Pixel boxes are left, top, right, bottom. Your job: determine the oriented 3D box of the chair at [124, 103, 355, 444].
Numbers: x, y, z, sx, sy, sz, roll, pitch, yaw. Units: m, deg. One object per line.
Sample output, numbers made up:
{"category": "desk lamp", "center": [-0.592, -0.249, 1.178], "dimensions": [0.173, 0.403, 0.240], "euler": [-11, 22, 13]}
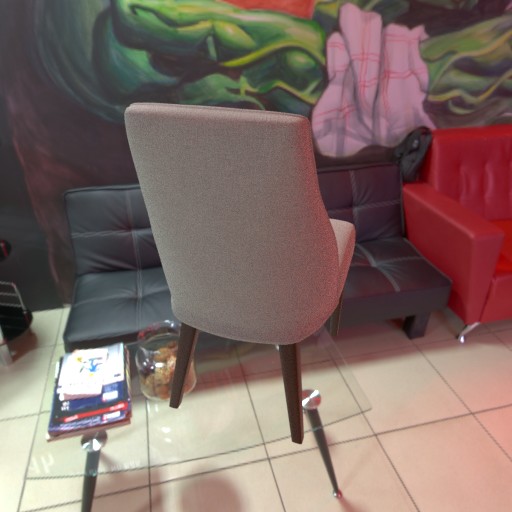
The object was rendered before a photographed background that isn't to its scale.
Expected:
{"category": "chair", "center": [0.000, 0.000, 1.275], "dimensions": [0.500, 0.930, 0.620], "euler": [10, 31, 16]}
